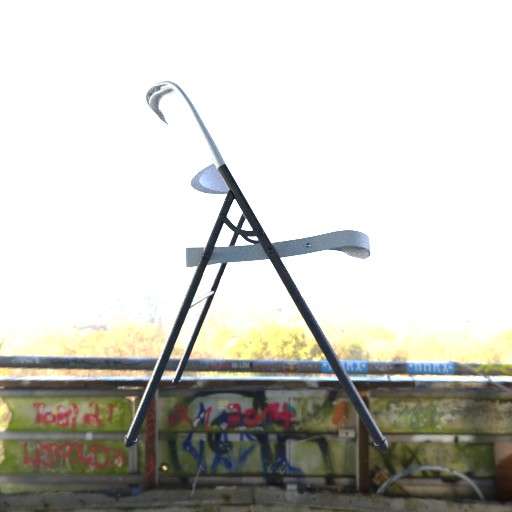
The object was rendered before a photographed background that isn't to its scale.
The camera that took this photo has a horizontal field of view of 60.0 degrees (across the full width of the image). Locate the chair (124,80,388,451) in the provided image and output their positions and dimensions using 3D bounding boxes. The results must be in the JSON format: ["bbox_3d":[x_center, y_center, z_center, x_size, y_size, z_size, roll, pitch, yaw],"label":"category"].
[{"bbox_3d":[0.000,0.000,1.170,0.566,0.810,0.494,0,0,2],"label":"chair"}]
